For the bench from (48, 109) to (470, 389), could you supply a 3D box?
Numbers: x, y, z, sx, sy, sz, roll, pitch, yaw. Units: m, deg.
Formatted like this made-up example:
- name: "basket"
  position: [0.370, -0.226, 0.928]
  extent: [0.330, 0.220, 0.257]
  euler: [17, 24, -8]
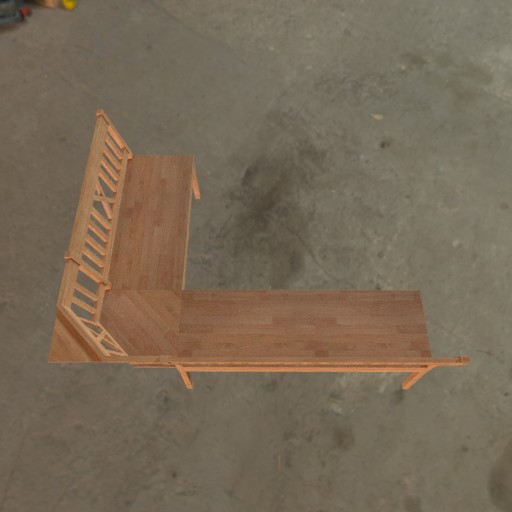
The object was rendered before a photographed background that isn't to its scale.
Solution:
- name: "bench"
  position: [0.000, 0.000, 2.743]
  extent: [1.937, 0.902, 1.537]
  euler: [0, 63, 0]
